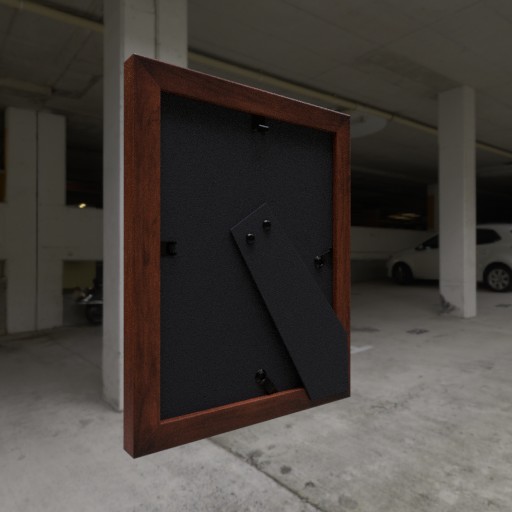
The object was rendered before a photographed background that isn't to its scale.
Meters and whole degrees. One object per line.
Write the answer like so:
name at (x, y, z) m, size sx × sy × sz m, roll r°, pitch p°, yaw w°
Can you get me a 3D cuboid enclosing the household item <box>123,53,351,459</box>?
household item at (0.000, 0.000, 0.339) m, size 0.200 × 0.250 × 0.020 m, roll 0°, pitch 0°, yaw -37°
